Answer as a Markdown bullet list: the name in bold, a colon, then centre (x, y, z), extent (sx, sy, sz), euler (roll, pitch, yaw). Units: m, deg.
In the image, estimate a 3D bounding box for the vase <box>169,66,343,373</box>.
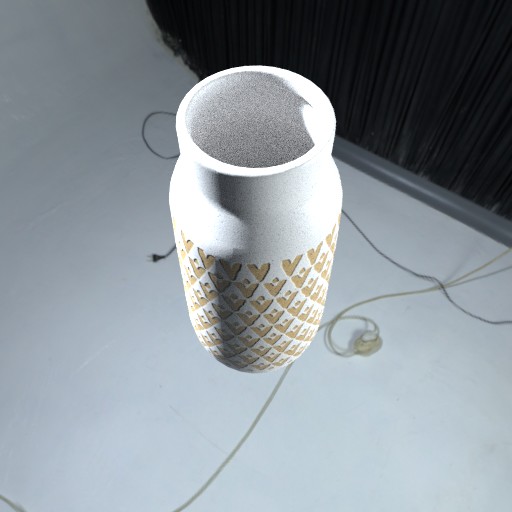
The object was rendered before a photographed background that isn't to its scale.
- **vase**: centre (0.000, 0.000, 0.380), extent (0.137, 0.307, 0.137), euler (0, 59, 0)
